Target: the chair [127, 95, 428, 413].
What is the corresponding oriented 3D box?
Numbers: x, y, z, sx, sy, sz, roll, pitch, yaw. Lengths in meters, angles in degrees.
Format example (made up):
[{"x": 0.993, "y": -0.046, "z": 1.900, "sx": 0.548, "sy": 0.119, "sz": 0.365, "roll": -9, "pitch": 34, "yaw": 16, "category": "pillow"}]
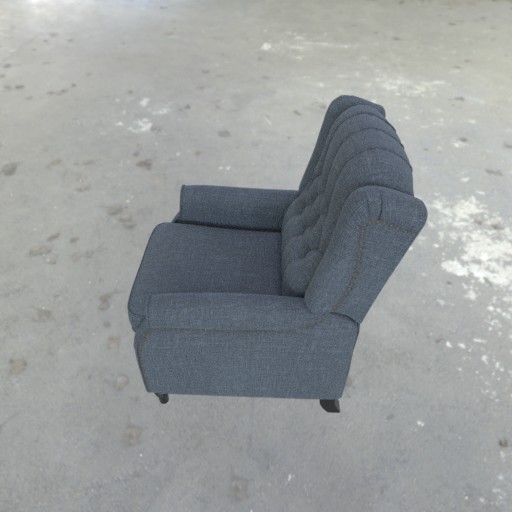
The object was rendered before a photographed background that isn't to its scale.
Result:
[{"x": 0.000, "y": 0.000, "z": 1.648, "sx": 0.898, "sy": 1.035, "sz": 0.742, "roll": 2, "pitch": 42, "yaw": 2, "category": "chair"}]
